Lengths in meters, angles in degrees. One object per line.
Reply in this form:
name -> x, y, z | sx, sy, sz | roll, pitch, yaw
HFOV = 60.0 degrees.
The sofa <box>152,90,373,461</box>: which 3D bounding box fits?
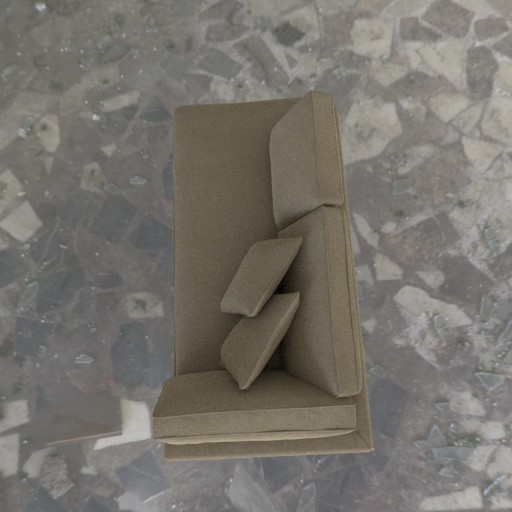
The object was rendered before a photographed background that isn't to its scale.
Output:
sofa -> 0.000, 0.000, 2.788 | 1.110, 1.019, 2.238 | -3, 76, -1
